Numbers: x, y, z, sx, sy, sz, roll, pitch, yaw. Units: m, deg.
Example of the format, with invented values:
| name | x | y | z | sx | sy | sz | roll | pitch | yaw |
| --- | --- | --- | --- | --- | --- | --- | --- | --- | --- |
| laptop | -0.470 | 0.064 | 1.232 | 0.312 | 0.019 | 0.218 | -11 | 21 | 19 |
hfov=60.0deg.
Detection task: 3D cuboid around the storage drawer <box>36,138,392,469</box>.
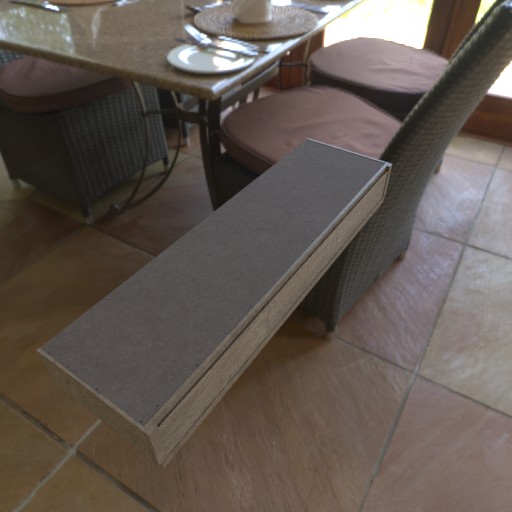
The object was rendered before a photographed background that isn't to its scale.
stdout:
| name | x | y | z | sx | sy | sz | roll | pitch | yaw |
| --- | --- | --- | --- | --- | --- | --- | --- | --- | --- |
| storage drawer | 0.000 | 0.000 | 2.275 | 0.591 | 0.274 | 2.072 | 25 | 47 | 25 |
